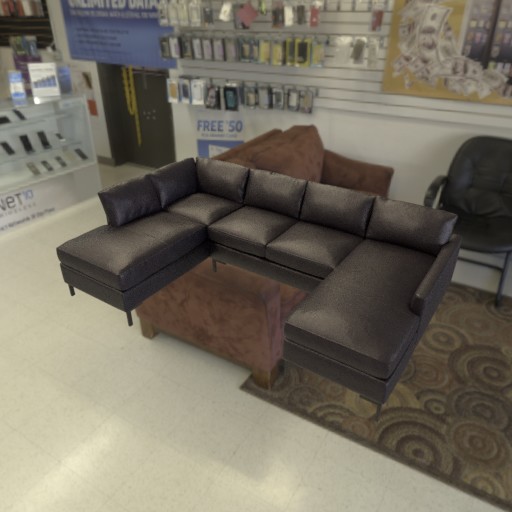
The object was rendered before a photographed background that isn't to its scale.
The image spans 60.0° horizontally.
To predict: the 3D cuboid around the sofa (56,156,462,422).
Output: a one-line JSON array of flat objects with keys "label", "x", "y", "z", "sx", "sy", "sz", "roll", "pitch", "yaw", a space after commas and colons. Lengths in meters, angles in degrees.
[{"label": "sofa", "x": 0.000, "y": 0.000, "z": 3.868, "sx": 2.956, "sy": 0.900, "sz": 1.939, "roll": 19, "pitch": 35, "yaw": 29}]
